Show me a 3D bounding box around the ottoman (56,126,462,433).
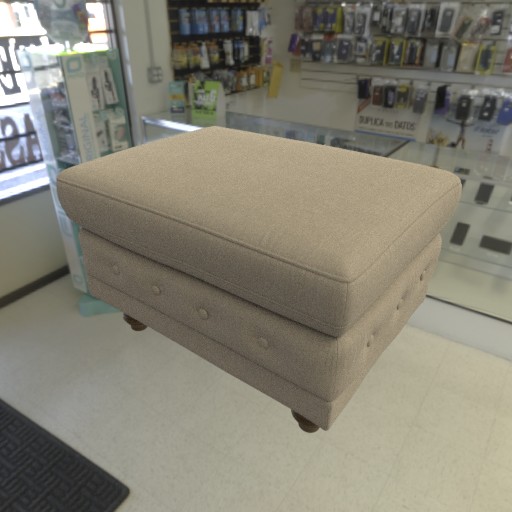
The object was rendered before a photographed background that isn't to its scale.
[{"bbox_3d":[0.000,0.000,1.113,0.771,0.500,0.569,21,35,32],"label":"ottoman"}]
